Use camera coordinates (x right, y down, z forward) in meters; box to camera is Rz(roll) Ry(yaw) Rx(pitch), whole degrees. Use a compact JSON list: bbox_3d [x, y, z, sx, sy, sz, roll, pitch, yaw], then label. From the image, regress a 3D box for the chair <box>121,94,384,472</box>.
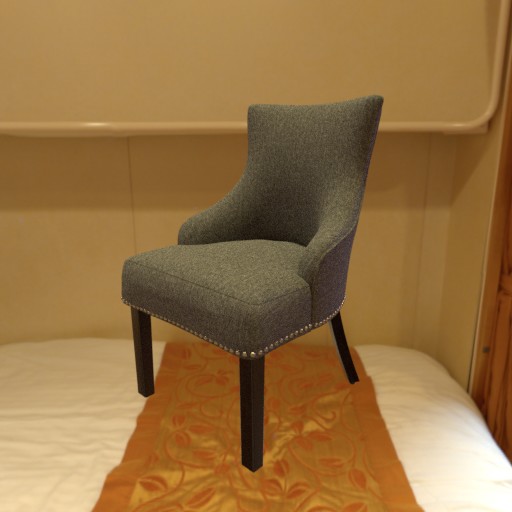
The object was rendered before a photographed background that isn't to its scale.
[{"bbox_3d":[0.000,0.000,1.319,0.566,0.909,0.629,13,20,42],"label":"chair"}]
